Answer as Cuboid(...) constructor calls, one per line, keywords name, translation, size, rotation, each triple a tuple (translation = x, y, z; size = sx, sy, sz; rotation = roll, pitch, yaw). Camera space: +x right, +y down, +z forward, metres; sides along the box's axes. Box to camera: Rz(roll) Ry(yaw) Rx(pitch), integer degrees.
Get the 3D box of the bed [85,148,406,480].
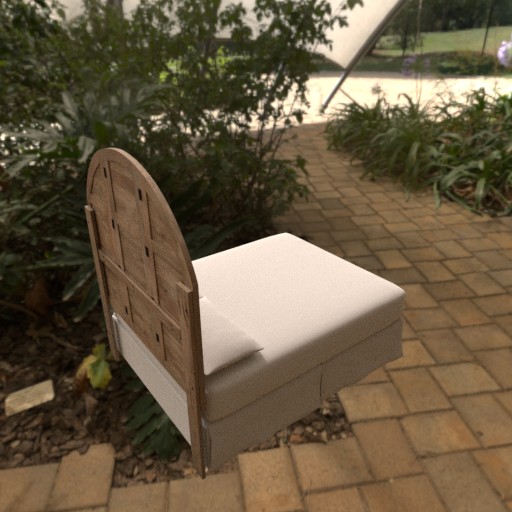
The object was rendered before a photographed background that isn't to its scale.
Cuboid(name="bed", translation=(0.000, 0.000, 3.604), size=(2.112, 2.002, 1.713), rotation=(-19, 32, -33))
